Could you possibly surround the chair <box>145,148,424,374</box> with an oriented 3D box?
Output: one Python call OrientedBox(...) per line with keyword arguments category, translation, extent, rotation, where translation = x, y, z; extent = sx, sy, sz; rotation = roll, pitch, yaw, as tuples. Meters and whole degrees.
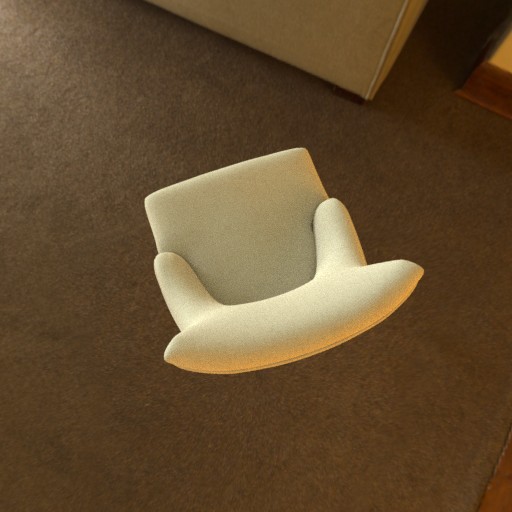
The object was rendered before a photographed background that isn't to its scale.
OrientedBox(category="chair", translation=(0.000, 0.000, 1.301), extent=(0.566, 0.909, 0.629), rotation=(-18, 76, -5))
